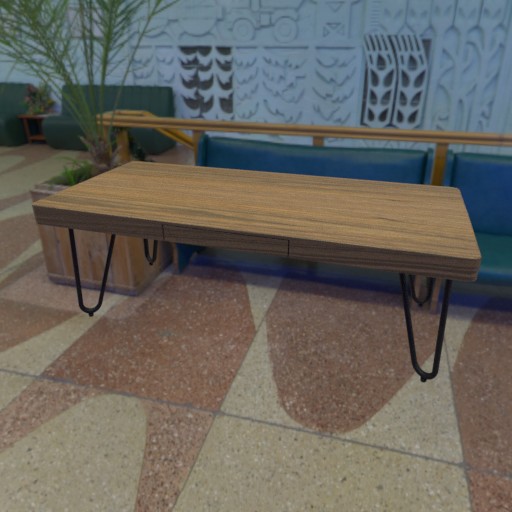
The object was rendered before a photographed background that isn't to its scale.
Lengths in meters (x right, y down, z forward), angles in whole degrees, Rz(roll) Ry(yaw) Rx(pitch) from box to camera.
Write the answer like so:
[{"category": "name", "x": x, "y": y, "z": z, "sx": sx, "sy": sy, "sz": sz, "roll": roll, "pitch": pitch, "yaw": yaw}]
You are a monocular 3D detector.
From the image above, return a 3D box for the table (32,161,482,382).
[{"category": "table", "x": 0.000, "y": 0.000, "z": 1.649, "sx": 1.375, "sy": 0.468, "sz": 0.637, "roll": 8, "pitch": 27, "yaw": 16}]
